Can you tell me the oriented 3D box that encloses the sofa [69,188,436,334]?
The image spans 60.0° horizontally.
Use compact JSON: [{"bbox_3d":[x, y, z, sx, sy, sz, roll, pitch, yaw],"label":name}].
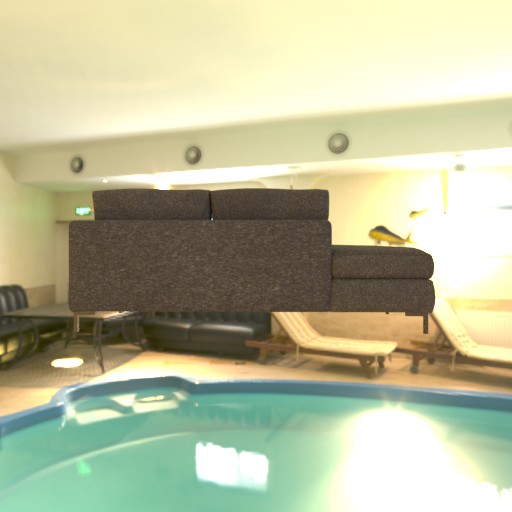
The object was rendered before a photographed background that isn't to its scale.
[{"bbox_3d":[0.000,0.000,3.846,2.007,0.815,2.949,0,1,1],"label":"sofa"}]
